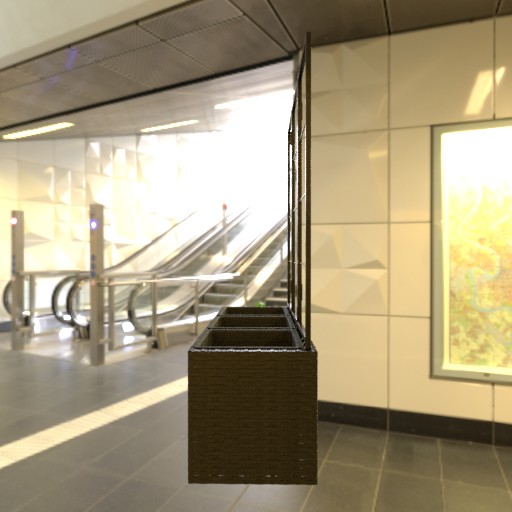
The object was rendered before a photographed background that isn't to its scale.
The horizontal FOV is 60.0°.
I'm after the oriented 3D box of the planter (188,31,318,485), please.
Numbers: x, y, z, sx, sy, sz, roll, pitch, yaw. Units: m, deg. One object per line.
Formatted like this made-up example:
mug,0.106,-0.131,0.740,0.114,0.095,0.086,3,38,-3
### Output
planter,0.000,0.000,1.162,0.244,0.841,0.698,0,0,1
